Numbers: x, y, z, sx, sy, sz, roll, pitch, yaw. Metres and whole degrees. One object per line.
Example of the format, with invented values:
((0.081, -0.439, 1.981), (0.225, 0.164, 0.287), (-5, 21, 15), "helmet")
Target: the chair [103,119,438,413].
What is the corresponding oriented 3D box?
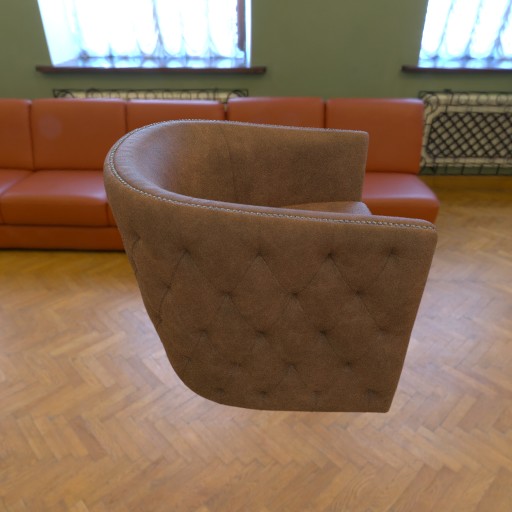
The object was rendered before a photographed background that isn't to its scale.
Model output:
((0.000, 0.000, 1.529), (0.870, 0.790, 0.850), (0, 31, 0), "chair")
